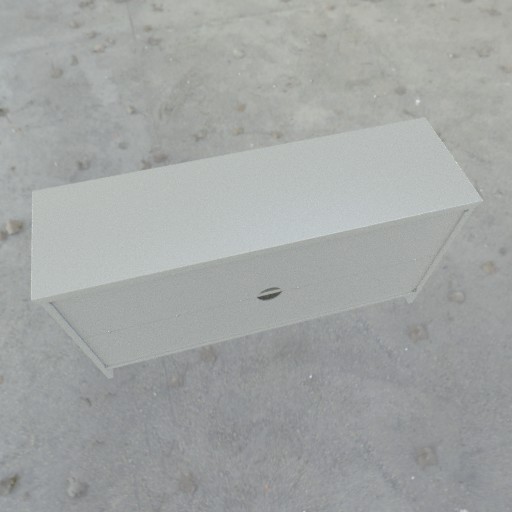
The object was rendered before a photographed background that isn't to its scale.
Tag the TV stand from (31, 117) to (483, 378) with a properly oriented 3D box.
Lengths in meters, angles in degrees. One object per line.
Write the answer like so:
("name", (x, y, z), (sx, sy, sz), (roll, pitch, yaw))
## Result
("TV stand", (0.000, 0.000, 1.449), (1.167, 0.603, 0.344), (-13, 58, -8))
